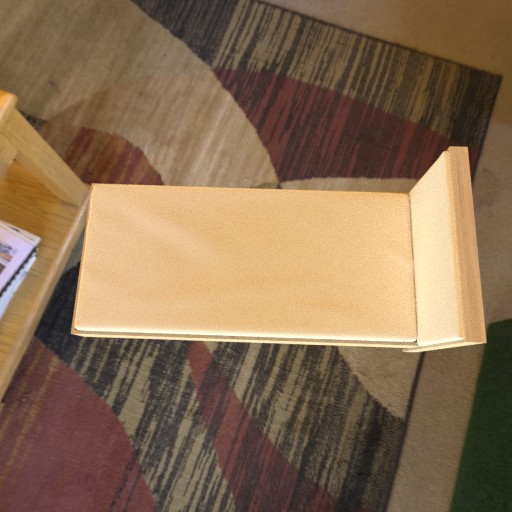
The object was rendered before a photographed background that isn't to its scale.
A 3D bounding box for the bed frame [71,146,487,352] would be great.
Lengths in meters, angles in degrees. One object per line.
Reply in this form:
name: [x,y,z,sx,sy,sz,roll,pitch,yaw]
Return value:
bed frame: [0.000,0.000,2.604,2.140,0.920,0.990,2,75,1]
